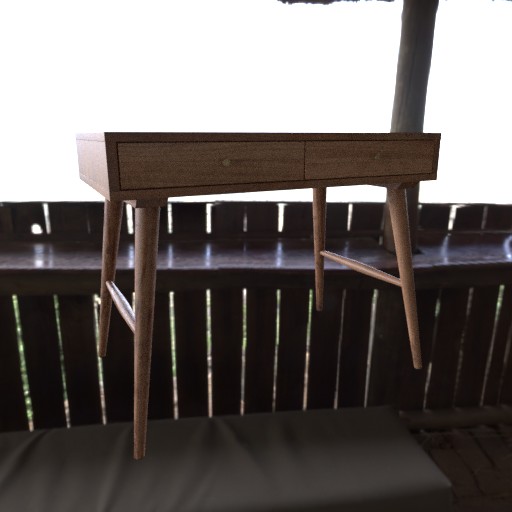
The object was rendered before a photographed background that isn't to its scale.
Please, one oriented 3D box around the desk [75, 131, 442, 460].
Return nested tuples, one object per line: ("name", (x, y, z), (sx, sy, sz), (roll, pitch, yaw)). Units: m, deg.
("desk", (0.000, 0.000, 1.413), (0.949, 0.758, 0.588), (-8, 17, -26))
